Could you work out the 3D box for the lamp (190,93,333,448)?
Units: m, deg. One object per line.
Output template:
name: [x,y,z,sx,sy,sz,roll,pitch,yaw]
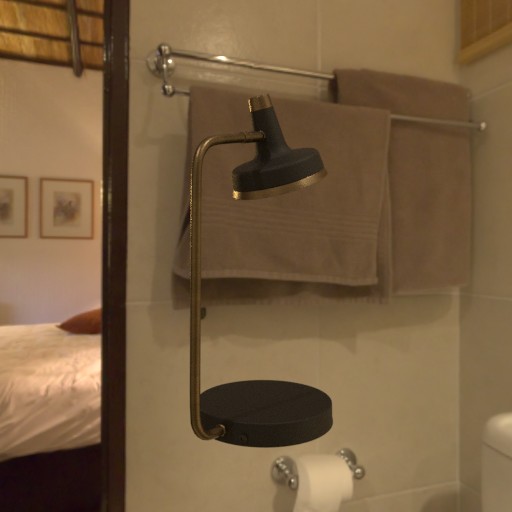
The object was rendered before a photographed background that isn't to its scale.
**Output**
lamp: [0.000,0.000,0.511,0.162,0.385,0.218,0,0,34]
